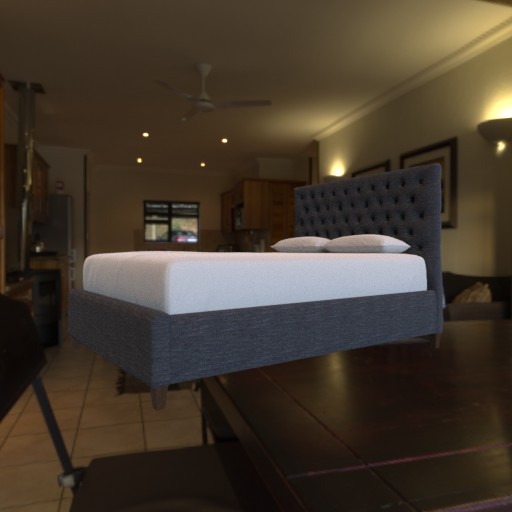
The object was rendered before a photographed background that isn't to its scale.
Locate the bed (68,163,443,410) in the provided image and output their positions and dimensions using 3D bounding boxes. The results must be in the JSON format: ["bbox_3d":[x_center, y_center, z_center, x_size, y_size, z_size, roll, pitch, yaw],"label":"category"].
[{"bbox_3d":[0.000,0.000,3.423,2.387,1.427,1.698,-1,1,-36],"label":"bed"}]
